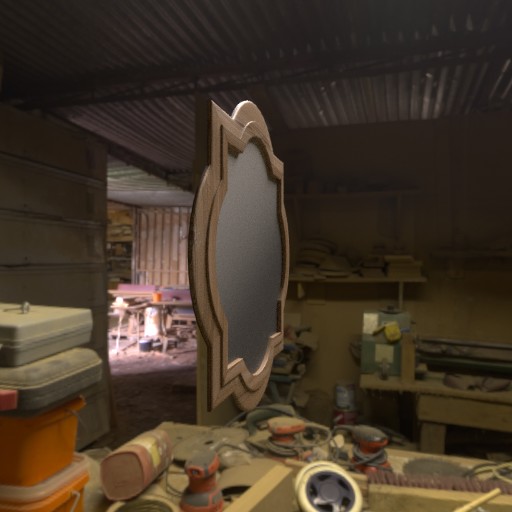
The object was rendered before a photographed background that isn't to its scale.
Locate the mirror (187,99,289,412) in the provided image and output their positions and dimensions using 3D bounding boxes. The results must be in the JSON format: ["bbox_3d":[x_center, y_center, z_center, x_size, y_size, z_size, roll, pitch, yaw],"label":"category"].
[{"bbox_3d":[0.000,0.000,1.035,0.019,0.686,0.686,0,0,17],"label":"mirror"}]
